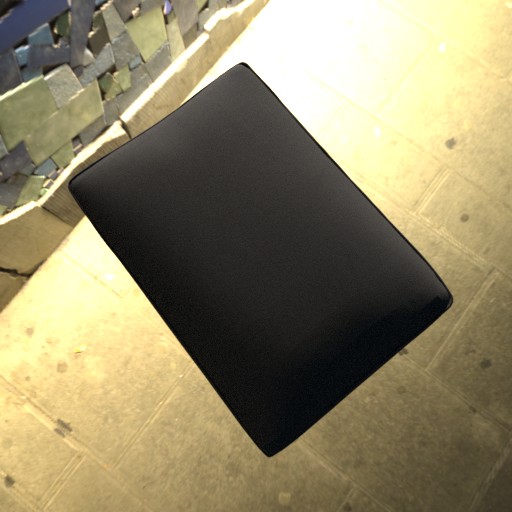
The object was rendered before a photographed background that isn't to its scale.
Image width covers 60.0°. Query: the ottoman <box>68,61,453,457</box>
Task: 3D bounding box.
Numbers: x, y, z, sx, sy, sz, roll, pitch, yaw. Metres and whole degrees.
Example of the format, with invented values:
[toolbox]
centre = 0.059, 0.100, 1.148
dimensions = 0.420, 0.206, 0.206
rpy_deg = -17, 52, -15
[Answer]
[ottoman]
centre = 0.000, 0.000, 1.010
dimensions = 0.508, 0.406, 0.686
rpy_deg = -38, 80, -8
